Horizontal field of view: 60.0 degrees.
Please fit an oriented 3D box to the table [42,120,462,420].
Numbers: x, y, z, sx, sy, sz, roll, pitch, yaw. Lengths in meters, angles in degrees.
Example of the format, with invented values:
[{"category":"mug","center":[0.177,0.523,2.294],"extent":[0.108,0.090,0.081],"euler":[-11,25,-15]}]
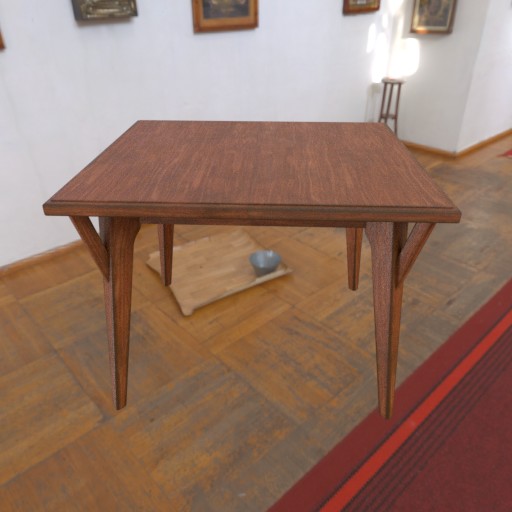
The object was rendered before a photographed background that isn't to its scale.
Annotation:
[{"category":"table","center":[0.000,0.000,1.593],"extent":[0.991,0.761,0.838],"euler":[1,30,2]}]
